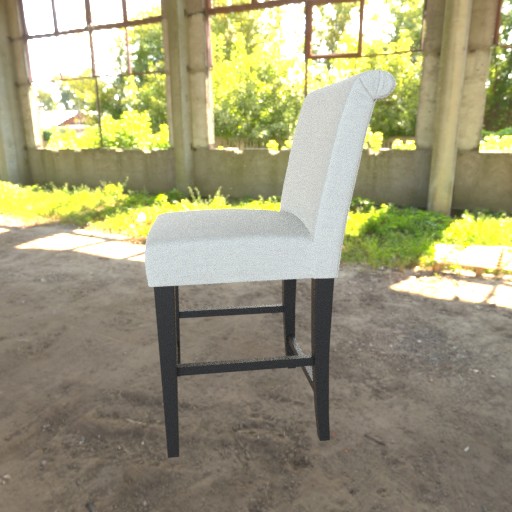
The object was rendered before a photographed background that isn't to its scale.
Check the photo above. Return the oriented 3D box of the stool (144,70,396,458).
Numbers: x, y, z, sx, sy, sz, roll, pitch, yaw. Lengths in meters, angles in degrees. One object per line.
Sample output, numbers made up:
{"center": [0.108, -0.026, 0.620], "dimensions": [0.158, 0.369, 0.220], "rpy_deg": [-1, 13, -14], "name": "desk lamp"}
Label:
{"center": [0.000, 0.000, 1.308], "dimensions": [0.597, 0.976, 0.452], "rpy_deg": [-2, 15, -8], "name": "stool"}
